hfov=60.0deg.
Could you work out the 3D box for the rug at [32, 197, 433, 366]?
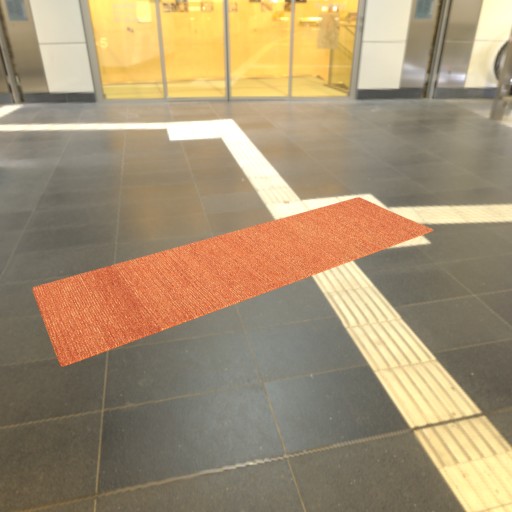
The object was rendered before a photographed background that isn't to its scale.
[{"bbox_3d":[0.000,0.000,2.576,2.307,0.012,0.687,-18,34,-28],"label":"rug"}]
